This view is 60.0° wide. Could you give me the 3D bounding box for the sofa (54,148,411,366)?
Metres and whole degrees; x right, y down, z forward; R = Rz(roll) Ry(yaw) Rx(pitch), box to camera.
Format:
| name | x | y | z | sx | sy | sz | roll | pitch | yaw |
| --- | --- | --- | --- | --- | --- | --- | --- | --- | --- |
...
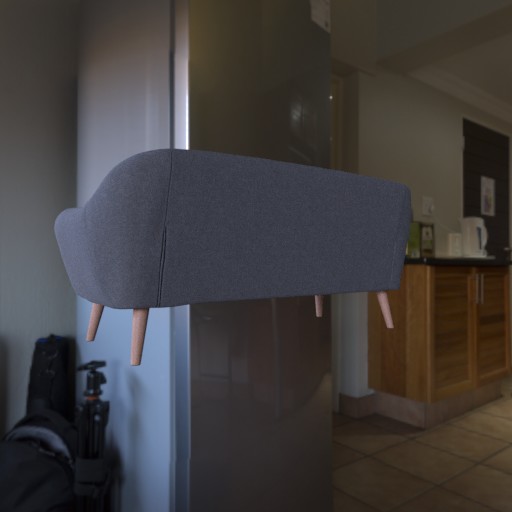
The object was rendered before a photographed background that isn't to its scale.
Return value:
| name | x | y | z | sx | sy | sz | roll | pitch | yaw |
| --- | --- | --- | --- | --- | --- | --- | --- | --- | --- |
| sofa | 0.000 | 0.000 | 2.313 | 1.840 | 0.820 | 0.820 | 0 | 0 | -35 |
